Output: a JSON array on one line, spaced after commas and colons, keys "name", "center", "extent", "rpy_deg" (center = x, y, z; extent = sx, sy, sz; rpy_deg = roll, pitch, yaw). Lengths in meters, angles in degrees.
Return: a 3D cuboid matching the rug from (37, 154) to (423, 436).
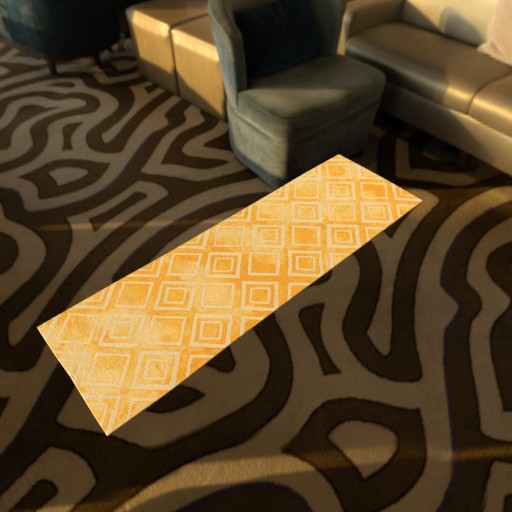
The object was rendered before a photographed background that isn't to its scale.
[{"name": "rug", "center": [0.000, 0.000, 2.710], "extent": [2.438, 0.010, 0.775], "rpy_deg": [-33, 55, -27]}]
